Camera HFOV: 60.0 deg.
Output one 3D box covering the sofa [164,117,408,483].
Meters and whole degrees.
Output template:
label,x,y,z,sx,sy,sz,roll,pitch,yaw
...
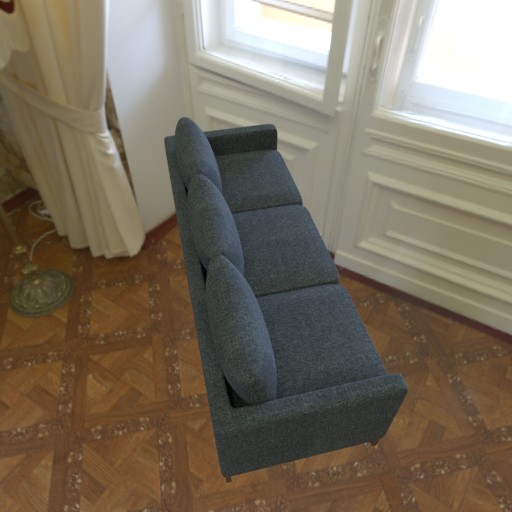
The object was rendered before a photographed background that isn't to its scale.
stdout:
label,x,y,z,sx,sy,sz,roll,pitch,yaw
sofa,0.000,0.000,2.694,0.859,0.874,2.218,-10,47,-9
